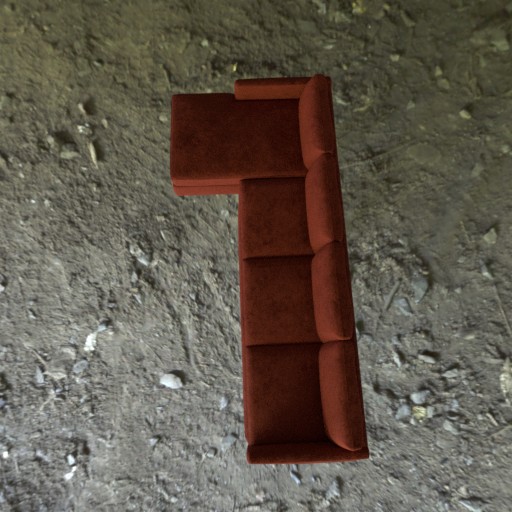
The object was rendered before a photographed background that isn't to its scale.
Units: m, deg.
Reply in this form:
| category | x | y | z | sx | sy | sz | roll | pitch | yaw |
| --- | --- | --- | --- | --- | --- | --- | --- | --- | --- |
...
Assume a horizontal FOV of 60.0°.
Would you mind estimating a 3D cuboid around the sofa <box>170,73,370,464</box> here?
| category | x | y | z | sx | sy | sz | roll | pitch | yaw |
| --- | --- | --- | --- | --- | --- | --- | --- | --- | --- |
| sofa | 0.000 | 0.000 | 2.870 | 1.136 | 0.663 | 2.467 | -2 | 74 | -1 |
